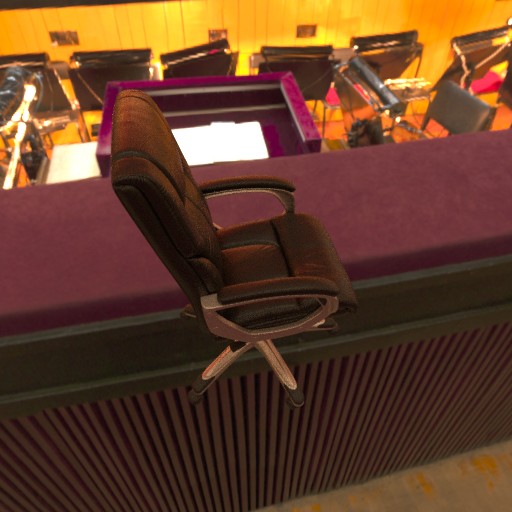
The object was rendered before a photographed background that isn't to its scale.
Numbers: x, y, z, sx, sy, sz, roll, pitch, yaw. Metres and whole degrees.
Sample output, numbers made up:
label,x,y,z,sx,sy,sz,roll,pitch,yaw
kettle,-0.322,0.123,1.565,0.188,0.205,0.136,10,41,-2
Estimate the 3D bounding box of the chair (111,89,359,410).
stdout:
label,x,y,z,sx,sy,sz,roll,pitch,yaw
chair,0.000,0.000,1.611,0.780,1.145,0.700,-8,46,-8
